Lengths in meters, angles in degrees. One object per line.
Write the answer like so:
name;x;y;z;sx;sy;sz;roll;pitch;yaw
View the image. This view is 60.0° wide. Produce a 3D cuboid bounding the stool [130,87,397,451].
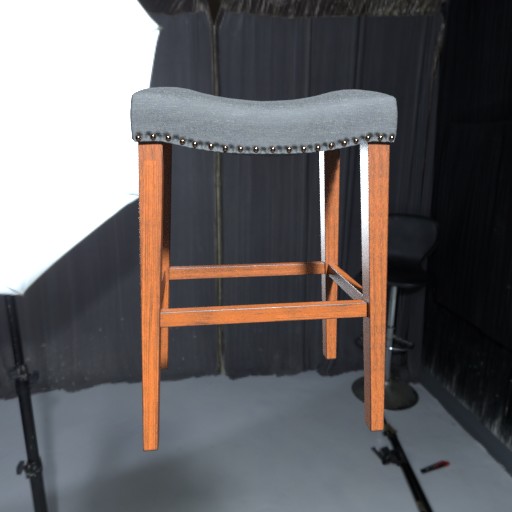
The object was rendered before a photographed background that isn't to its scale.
stool;0.000;0.000;0.880;0.439;0.612;0.320;-2;14;-7
